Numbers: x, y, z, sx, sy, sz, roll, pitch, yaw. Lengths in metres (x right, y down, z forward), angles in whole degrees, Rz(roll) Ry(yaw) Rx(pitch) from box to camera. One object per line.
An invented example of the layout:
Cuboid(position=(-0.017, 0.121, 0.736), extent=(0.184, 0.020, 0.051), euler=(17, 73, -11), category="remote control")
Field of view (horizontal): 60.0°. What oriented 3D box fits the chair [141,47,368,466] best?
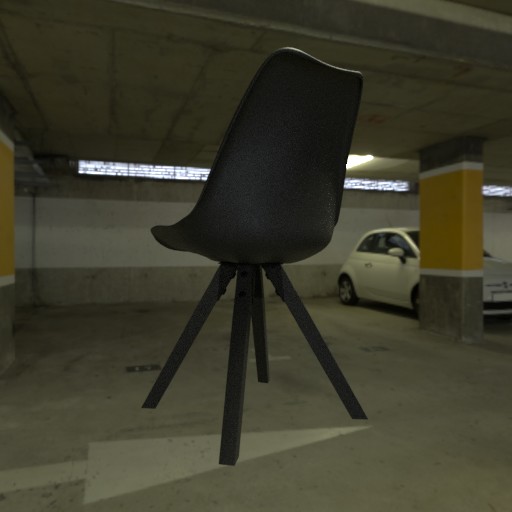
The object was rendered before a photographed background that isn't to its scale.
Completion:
Cuboid(position=(0.000, 0.000, 1.174), extent=(0.485, 0.850, 0.550), euler=(0, 1, -37), category="chair")
